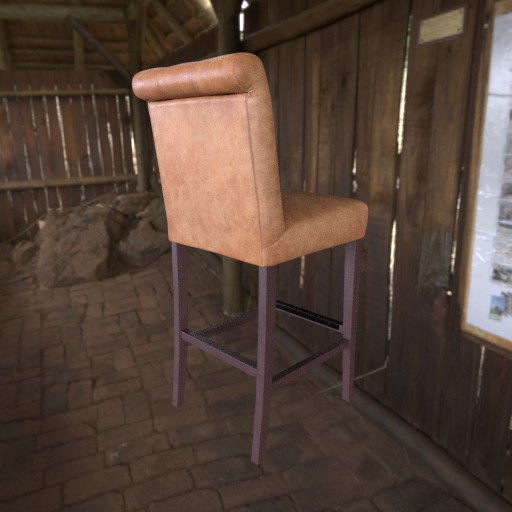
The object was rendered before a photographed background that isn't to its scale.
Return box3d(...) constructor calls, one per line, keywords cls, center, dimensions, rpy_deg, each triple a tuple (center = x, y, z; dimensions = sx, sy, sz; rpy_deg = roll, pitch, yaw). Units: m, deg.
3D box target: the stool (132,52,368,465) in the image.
box3d(cls="stool", center=(0.000, 0.000, 1.471), dimensions=(0.493, 1.140, 0.601), rpy_deg=(15, 21, 43))
